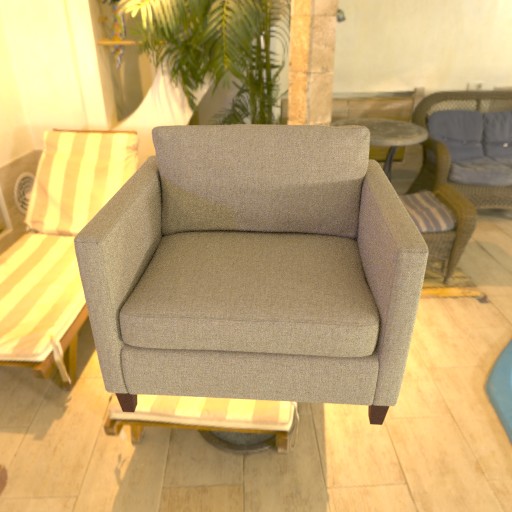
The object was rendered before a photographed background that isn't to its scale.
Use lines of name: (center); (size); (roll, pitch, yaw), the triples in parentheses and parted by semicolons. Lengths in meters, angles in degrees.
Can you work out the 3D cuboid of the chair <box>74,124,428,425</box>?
chair: (0.000, 0.000, 1.839); (1.107, 0.961, 0.959); (2, 29, 3)
